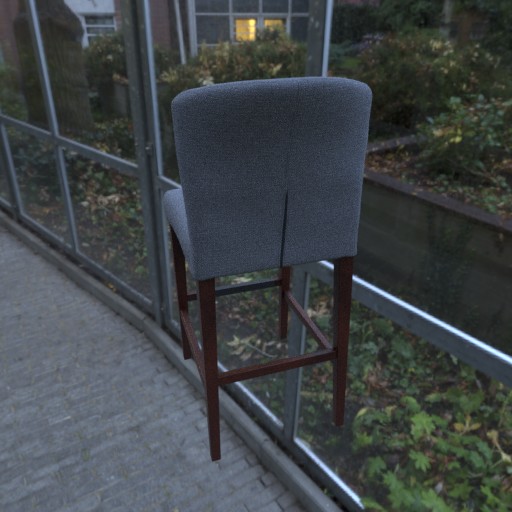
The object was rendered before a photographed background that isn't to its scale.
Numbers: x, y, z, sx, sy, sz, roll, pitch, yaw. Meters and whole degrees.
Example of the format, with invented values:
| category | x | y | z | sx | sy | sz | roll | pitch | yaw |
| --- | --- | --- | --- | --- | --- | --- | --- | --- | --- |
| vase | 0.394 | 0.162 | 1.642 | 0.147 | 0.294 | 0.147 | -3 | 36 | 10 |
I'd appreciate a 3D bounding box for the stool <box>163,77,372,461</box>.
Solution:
| category | x | y | z | sx | sy | sz | roll | pitch | yaw |
| --- | --- | --- | --- | --- | --- | --- | --- | --- | --- |
| stool | 0.000 | 0.000 | 1.369 | 0.486 | 1.069 | 0.568 | -9 | 28 | -16 |
